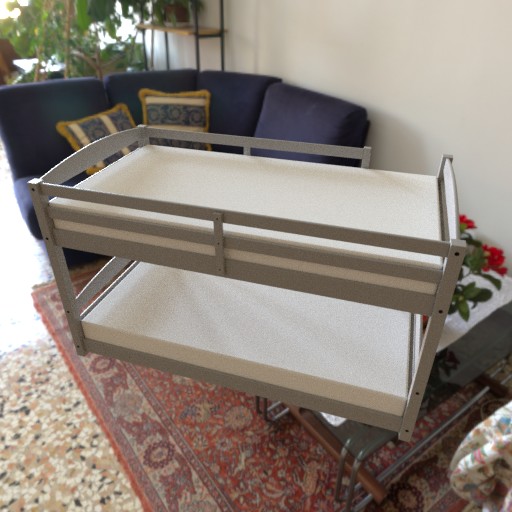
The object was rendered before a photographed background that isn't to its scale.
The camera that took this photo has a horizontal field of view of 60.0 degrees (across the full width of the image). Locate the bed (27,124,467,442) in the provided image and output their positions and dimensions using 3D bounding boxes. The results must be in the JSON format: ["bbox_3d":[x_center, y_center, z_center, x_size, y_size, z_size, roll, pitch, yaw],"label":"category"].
[{"bbox_3d":[0.000,0.000,2.654,2.013,1.206,1.105,10,33,15],"label":"bed"}]
